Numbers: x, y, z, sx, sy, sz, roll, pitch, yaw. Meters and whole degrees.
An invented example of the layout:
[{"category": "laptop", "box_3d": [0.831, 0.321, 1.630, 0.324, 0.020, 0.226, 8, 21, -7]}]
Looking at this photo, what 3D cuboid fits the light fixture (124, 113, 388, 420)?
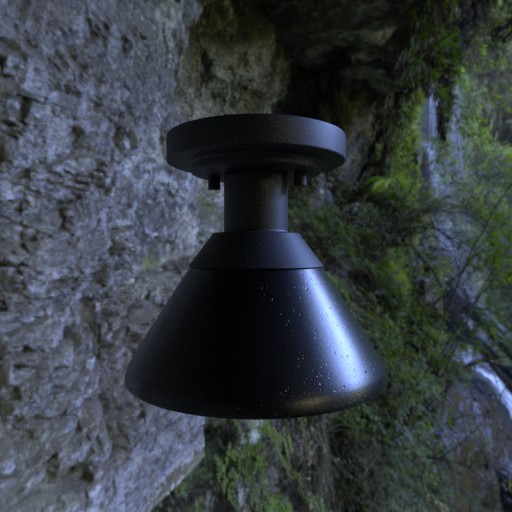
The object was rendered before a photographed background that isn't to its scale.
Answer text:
[{"category": "light fixture", "box_3d": [0.000, 0.000, 0.351, 0.200, 0.183, 0.200, 0, 1, 0]}]
